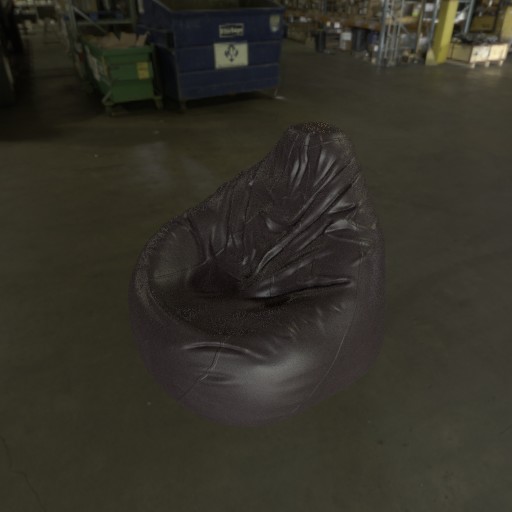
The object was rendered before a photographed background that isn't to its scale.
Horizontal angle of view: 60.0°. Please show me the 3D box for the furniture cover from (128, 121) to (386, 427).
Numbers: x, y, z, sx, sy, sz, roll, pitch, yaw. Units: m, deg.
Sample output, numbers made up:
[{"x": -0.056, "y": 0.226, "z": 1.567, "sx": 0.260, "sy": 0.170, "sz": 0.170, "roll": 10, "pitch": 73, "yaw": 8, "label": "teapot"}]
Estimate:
[{"x": 0.000, "y": 0.000, "z": 1.864, "sx": 1.070, "sy": 0.990, "sz": 1.070, "roll": -21, "pitch": 38, "yaw": -30, "label": "furniture cover"}]
